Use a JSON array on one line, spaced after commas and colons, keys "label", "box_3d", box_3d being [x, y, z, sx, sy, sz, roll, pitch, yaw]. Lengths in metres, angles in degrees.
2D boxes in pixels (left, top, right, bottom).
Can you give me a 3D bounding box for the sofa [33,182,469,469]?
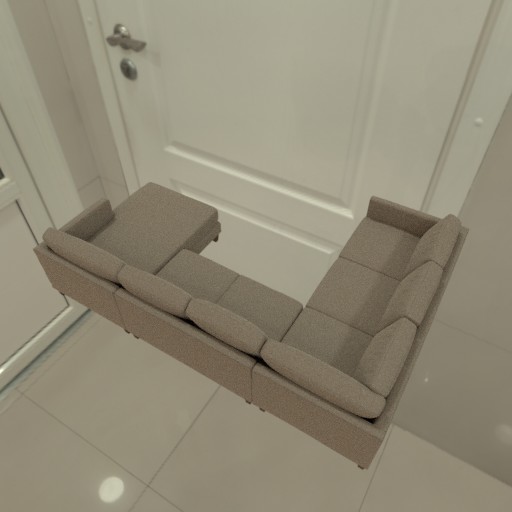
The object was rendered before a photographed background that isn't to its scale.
[{"label": "sofa", "box_3d": [0.000, 0.000, 4.410, 3.438, 0.865, 2.424, 24, 51, 21]}]
